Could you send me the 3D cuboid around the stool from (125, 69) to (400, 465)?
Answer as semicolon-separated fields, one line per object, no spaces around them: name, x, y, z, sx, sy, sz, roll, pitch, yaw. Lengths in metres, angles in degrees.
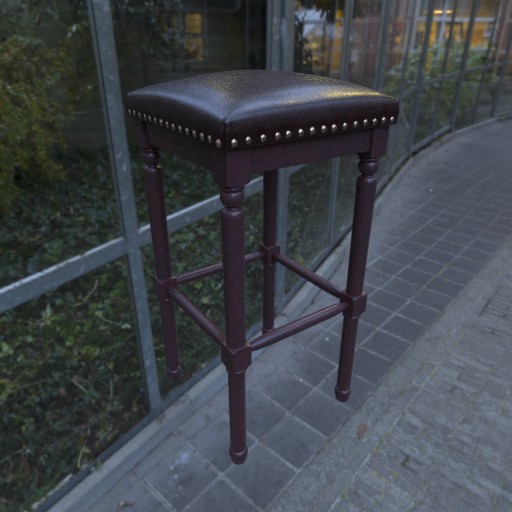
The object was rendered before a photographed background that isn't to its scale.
stool;0.000;0.000;0.991;0.382;0.768;0.383;-17;31;-31
